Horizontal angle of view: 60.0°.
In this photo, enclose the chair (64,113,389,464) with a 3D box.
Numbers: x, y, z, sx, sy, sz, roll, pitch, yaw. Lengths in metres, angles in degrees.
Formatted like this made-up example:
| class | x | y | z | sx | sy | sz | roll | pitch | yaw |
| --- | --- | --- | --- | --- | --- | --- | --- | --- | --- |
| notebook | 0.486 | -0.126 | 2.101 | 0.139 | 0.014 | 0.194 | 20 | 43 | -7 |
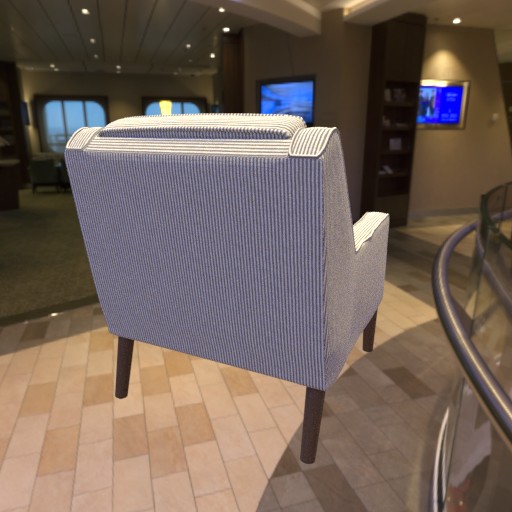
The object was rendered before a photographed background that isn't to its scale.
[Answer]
| class | x | y | z | sx | sy | sz | roll | pitch | yaw |
| --- | --- | --- | --- | --- | --- | --- | --- | --- | --- |
| chair | 0.000 | 0.000 | 1.315 | 0.663 | 0.792 | 0.743 | 8 | 18 | 26 |
